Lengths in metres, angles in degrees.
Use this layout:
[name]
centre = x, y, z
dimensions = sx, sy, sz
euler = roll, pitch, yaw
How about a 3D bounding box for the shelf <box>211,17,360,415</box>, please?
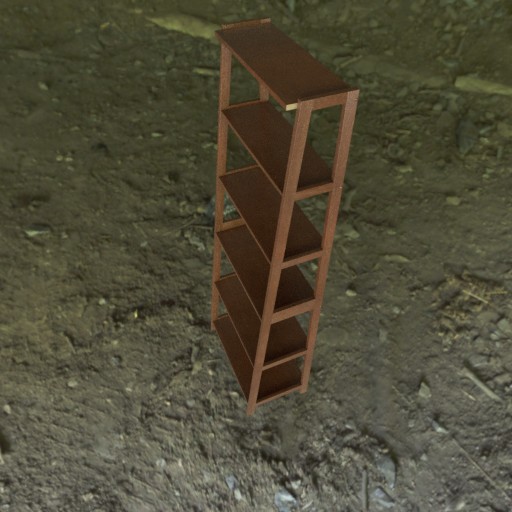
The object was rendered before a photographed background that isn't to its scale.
[shelf]
centre = 0.000, 0.000, 2.138
dimensions = 0.382, 1.892, 0.660
euler = -17, 49, -16
